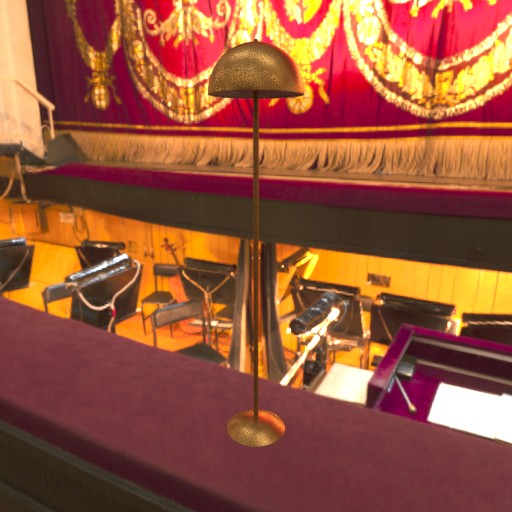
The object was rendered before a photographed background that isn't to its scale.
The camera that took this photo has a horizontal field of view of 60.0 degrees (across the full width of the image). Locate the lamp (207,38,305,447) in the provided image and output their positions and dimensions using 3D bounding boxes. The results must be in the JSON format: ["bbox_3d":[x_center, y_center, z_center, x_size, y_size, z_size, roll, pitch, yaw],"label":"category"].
[{"bbox_3d":[0.000,0.000,1.653,0.328,1.480,0.328,8,17,26],"label":"lamp"}]
